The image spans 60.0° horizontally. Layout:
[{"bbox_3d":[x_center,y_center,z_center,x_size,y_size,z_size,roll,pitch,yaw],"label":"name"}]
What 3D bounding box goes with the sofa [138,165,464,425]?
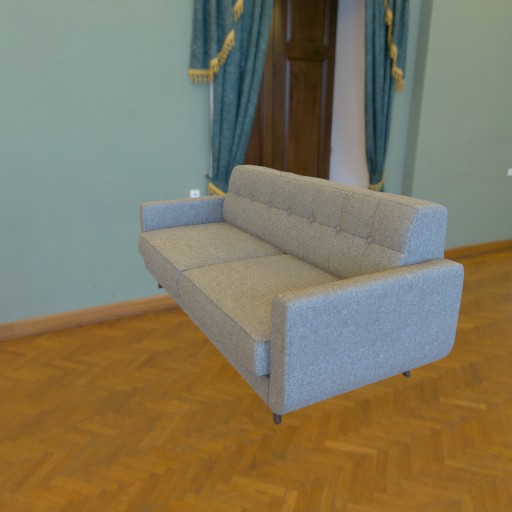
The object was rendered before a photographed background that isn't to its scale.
[{"bbox_3d":[0.000,0.000,2.600,0.968,0.873,2.055,-9,20,-26],"label":"sofa"}]
